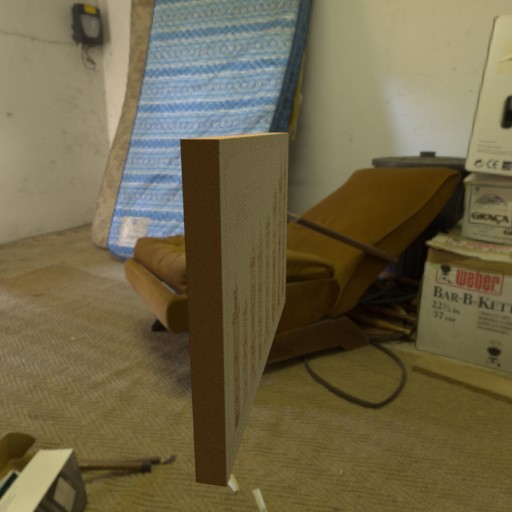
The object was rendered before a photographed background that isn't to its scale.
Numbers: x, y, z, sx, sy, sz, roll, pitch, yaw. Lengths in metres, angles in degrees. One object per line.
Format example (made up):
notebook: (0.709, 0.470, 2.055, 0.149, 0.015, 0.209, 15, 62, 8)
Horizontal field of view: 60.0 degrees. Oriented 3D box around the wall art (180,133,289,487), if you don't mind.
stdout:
wall art: (0.000, 0.000, 0.772, 0.039, 0.407, 0.609, 3, 16, 10)
